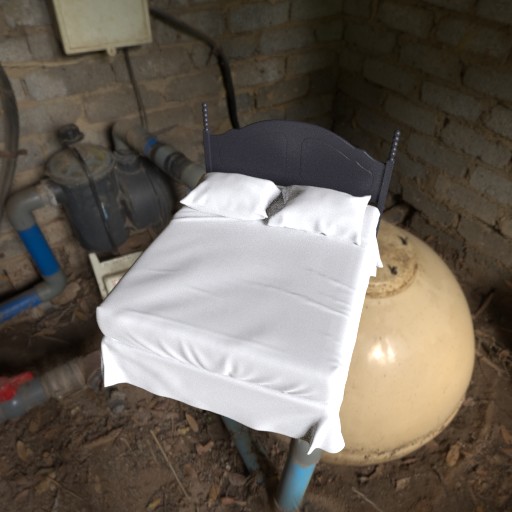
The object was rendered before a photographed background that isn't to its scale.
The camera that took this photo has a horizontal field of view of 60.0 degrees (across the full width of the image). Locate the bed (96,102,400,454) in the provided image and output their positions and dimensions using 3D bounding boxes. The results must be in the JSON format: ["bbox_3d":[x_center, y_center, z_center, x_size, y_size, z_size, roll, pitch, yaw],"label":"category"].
[{"bbox_3d":[0.000,0.000,3.301,1.873,1.356,2.040,13,43,14],"label":"bed"}]
